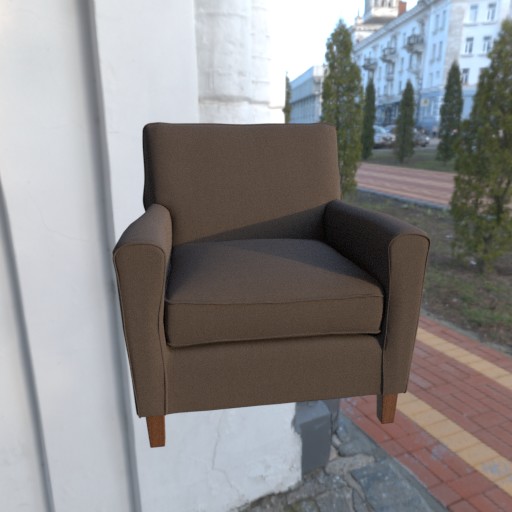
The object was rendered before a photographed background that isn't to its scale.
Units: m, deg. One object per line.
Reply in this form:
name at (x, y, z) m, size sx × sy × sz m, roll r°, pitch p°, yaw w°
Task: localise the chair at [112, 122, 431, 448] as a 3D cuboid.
chair at (0.000, 0.000, 1.563) m, size 0.836 × 0.911 × 0.831 m, roll -2°, pitch 16°, yaw -8°
